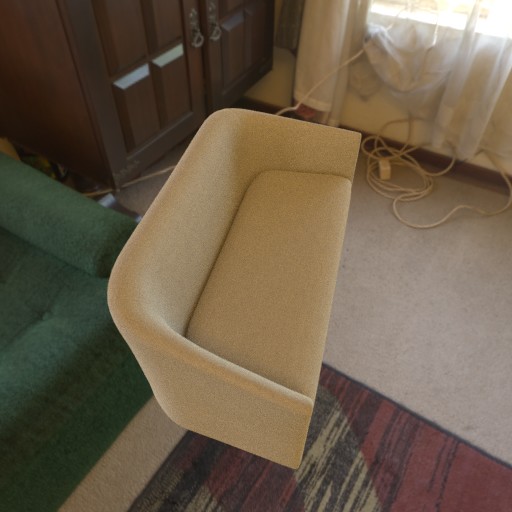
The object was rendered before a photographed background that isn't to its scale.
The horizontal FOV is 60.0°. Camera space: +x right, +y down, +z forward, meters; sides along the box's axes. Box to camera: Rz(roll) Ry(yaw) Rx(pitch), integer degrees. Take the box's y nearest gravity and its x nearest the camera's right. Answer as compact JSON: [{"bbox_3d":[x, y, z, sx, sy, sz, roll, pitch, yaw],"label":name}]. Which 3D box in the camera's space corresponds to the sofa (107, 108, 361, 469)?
[{"bbox_3d":[0.000,0.000,1.898,0.705,0.721,1.452,11,48,10],"label":"sofa"}]
